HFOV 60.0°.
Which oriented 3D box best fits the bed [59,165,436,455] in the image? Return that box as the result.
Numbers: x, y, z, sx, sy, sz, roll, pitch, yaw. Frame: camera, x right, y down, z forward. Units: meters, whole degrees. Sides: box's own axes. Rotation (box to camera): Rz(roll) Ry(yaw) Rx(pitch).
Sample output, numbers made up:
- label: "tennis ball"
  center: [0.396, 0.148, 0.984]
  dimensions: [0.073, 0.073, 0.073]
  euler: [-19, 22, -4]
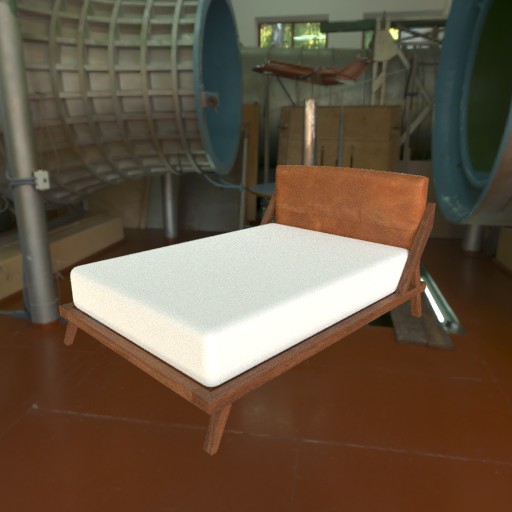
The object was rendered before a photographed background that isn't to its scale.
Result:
- label: "bed"
  center: [0.000, 0.000, 3.301]
  dimensions: [1.651, 1.168, 2.311]
  euler: [15, 22, 42]
